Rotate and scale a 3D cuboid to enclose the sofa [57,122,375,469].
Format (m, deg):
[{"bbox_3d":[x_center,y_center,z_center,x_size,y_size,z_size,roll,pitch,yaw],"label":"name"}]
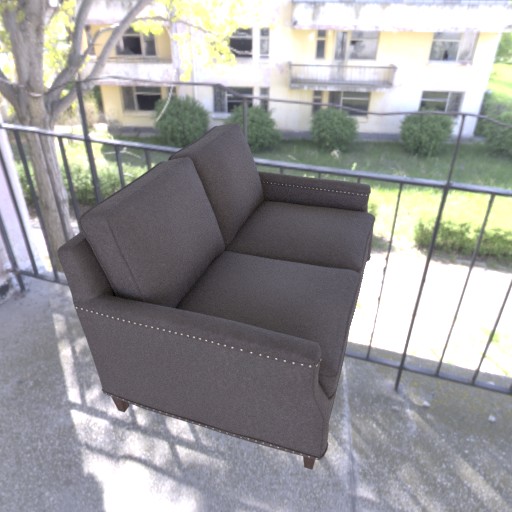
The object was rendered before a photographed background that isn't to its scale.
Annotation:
[{"bbox_3d":[0.000,0.000,2.277,1.084,1.003,1.597,10,33,16],"label":"sofa"}]
